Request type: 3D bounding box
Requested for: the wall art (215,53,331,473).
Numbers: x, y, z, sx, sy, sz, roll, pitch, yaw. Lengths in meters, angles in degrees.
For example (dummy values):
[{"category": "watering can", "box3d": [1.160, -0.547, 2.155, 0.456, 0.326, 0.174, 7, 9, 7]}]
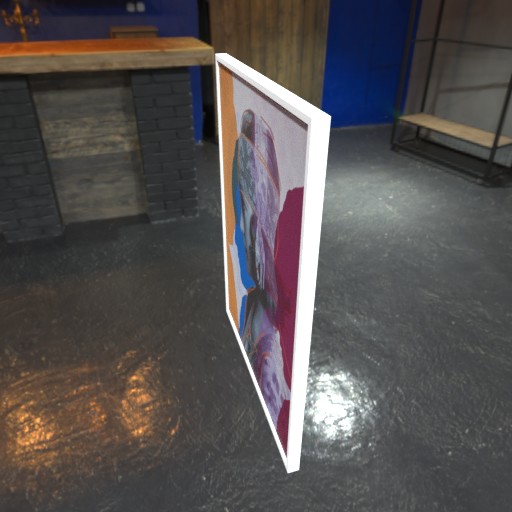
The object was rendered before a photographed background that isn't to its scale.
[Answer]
[{"category": "wall art", "box3d": [0.000, 0.000, 1.374, 0.039, 1.050, 0.795, -9, 33, -14]}]
